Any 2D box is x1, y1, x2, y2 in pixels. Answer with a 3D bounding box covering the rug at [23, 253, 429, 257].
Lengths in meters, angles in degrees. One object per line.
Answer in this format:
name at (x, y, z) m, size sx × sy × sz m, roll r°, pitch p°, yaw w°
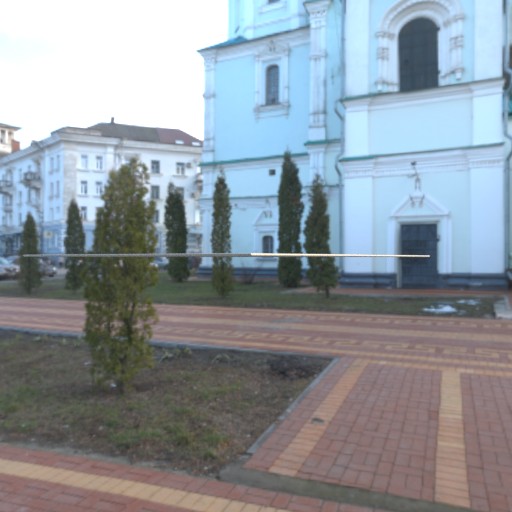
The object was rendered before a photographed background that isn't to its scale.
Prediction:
rug at (0.000, 0.000, 2.773) m, size 1.533 × 0.010 × 2.142 m, roll 0°, pitch 0°, yaw 36°
